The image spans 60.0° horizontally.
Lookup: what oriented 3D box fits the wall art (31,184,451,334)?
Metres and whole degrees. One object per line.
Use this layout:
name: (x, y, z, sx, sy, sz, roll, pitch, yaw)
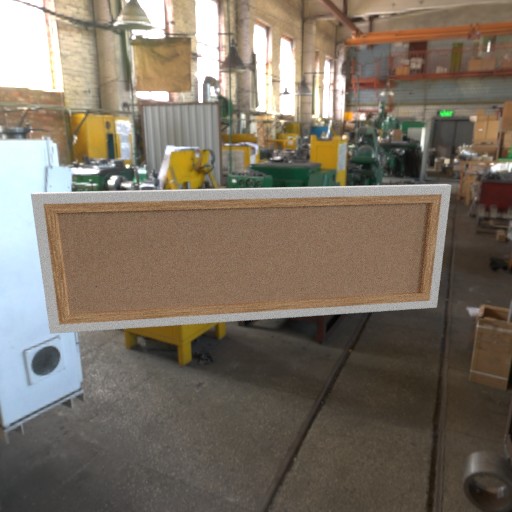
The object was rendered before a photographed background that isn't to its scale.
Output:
wall art: (0.000, 0.000, 1.673, 1.520, 0.507, 0.039, -3, 16, -9)
